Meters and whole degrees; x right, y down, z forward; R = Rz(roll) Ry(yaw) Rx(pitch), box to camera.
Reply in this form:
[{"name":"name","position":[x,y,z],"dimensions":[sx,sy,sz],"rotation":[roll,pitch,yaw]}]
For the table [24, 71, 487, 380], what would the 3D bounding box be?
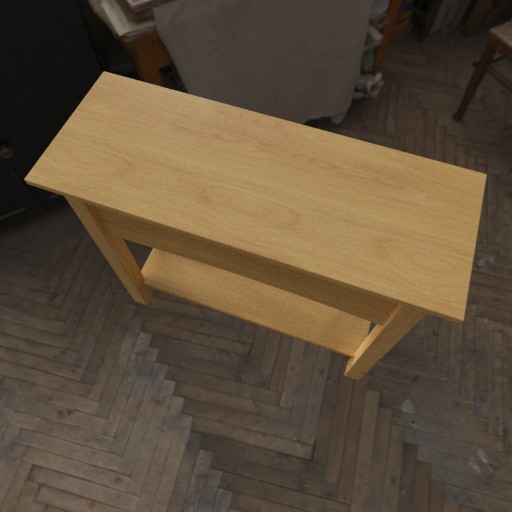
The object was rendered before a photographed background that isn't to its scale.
[{"name":"table","position":[0.000,0.000,1.244],"dimensions":[0.900,0.728,0.340],"rotation":[18,64,9]}]
